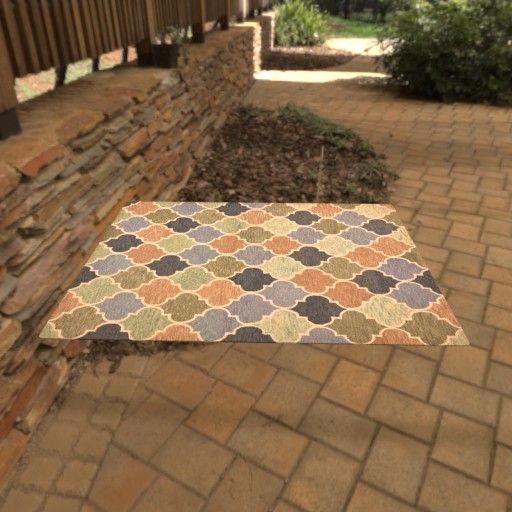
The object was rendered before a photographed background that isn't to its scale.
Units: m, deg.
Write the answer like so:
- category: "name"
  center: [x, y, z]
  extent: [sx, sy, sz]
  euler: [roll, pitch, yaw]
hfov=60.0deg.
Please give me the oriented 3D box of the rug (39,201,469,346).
- category: "rug"
  center: [0.000, 0.000, 4.310]
  extent: [3.200, 0.013, 2.439]
  euler: [1, 31, 1]
